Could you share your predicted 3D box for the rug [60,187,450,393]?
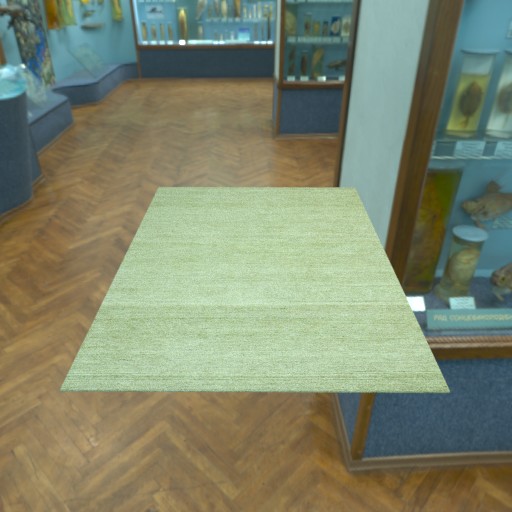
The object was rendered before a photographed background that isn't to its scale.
[{"bbox_3d":[0.000,0.000,4.108,2.425,0.016,3.198,0,32,0],"label":"rug"}]
